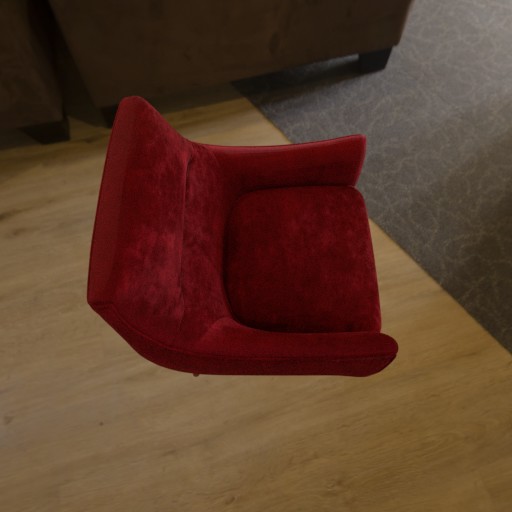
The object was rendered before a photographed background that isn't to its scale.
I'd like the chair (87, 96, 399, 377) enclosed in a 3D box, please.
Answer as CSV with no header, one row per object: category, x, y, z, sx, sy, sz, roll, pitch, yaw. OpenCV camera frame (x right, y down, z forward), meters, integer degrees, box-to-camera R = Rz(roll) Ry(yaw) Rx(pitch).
chair,0.000,0.000,1.460,0.787,0.838,0.762,0,64,0
